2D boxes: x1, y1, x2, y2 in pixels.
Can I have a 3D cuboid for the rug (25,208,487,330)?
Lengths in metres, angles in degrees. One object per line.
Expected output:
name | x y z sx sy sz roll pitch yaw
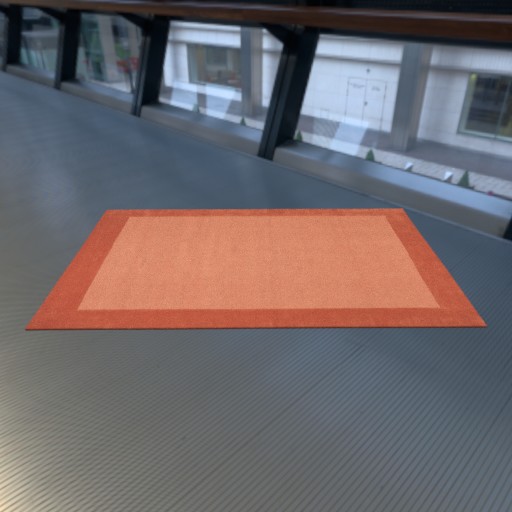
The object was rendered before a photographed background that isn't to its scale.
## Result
rug | 0.000 0.000 2.991 2.438 0.014 1.524 0 30 0
